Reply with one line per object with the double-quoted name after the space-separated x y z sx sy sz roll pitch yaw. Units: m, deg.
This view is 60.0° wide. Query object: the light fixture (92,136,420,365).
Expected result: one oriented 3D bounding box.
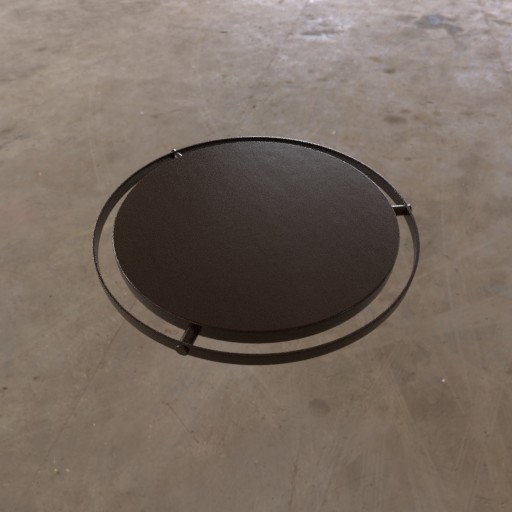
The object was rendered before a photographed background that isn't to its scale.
0.000 0.000 0.546 0.361 0.130 0.361 0 45 0 "light fixture"
